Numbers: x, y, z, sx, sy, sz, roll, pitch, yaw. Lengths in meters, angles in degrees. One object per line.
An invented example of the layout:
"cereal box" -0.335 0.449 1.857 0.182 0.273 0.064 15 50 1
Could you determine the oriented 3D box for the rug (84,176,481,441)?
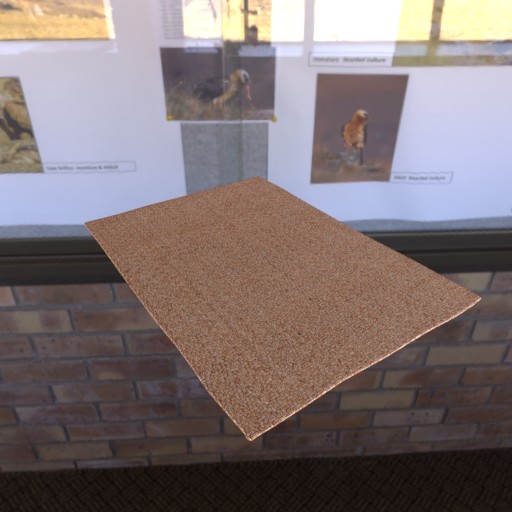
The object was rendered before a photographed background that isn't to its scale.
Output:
"rug" 0.000 0.000 2.775 1.566 0.013 2.141 -20 37 -29
